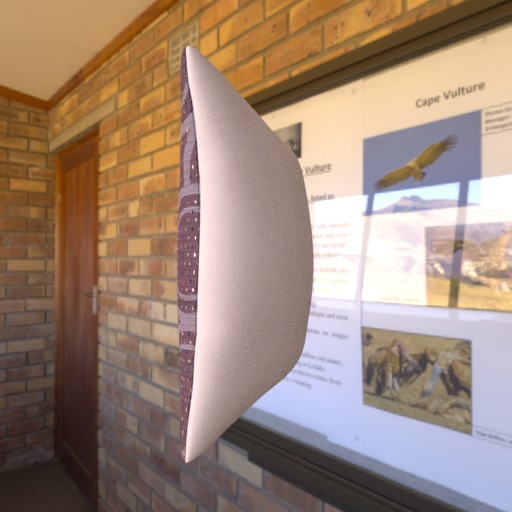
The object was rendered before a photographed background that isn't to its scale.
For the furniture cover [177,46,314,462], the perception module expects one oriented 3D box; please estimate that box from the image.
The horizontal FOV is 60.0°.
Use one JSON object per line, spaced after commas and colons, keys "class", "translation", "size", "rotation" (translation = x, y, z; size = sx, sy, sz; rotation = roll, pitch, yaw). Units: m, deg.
{"class": "furniture cover", "translation": [0.000, 0.000, 0.796], "size": [0.193, 0.509, 0.552], "rotation": [0, -1, 17]}
